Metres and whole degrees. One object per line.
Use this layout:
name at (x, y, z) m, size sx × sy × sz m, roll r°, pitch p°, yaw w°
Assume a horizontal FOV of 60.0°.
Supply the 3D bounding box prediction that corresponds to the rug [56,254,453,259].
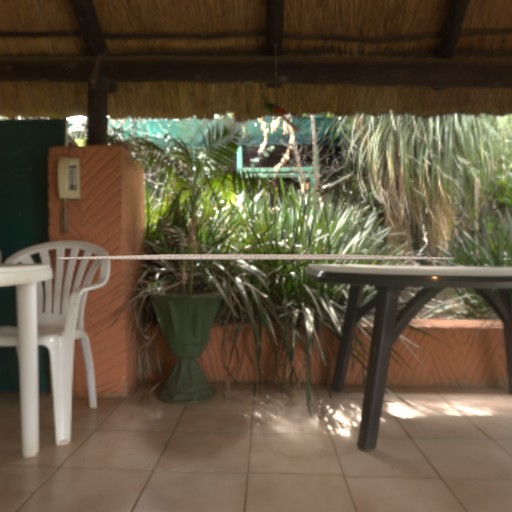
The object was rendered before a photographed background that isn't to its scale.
rug at (0.000, 0.000, 2.887) m, size 1.593 × 0.008 × 2.238 m, roll 0°, pitch 1°, yaw 0°
